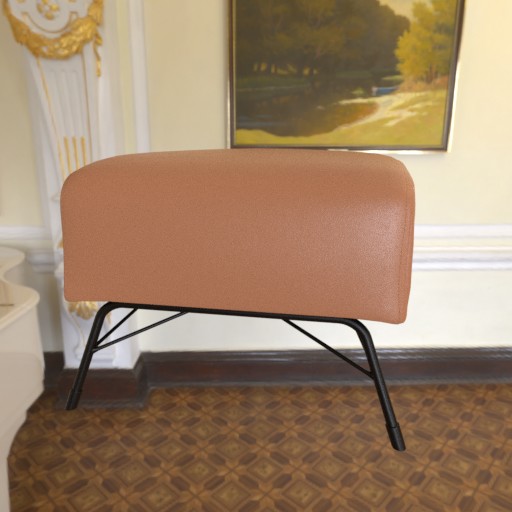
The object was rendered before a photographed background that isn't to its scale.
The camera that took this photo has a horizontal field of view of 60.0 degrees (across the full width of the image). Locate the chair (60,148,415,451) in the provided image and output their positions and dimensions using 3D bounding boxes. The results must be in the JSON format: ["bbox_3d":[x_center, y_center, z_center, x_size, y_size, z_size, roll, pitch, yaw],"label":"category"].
[{"bbox_3d":[0.000,0.000,0.869,0.530,0.410,0.530,3,14,11],"label":"chair"}]
